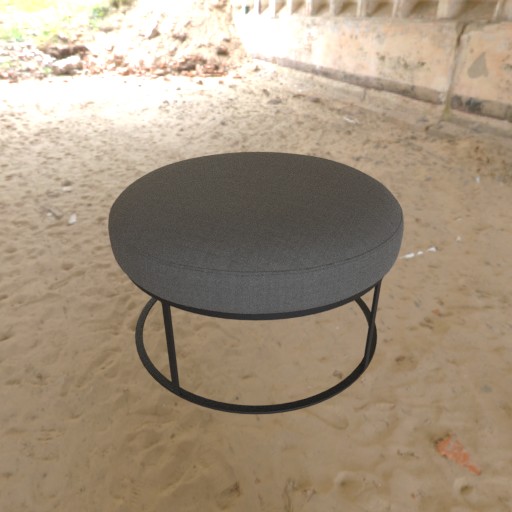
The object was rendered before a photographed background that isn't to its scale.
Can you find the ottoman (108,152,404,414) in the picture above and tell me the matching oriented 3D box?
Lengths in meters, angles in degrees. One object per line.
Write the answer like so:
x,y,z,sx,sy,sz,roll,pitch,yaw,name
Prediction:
0.000,0.000,1.266,0.772,0.460,0.772,0,29,0,ottoman
